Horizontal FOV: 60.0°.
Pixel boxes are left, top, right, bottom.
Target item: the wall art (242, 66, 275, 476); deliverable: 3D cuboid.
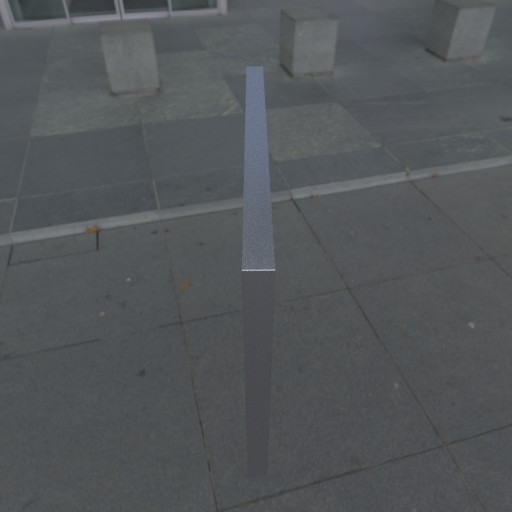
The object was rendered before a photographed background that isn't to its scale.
[{"bbox_3d":[0.000,0.000,0.773,0.032,0.456,0.557,0,41,0],"label":"wall art"}]
